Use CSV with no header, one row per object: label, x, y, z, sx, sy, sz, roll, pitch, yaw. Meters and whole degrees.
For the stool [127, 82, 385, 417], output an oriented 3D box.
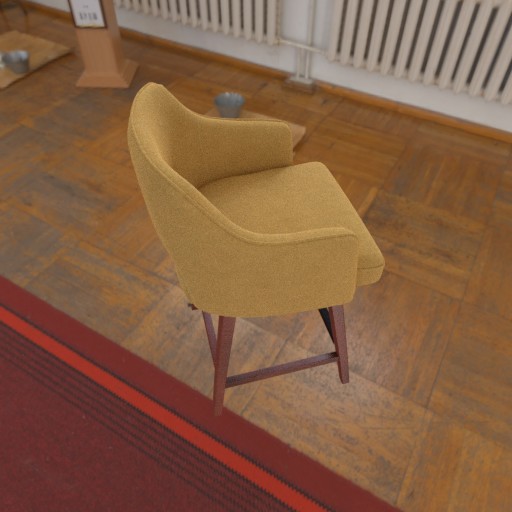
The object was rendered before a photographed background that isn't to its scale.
stool,0.000,0.000,1.283,0.558,0.924,0.548,-11,47,-10
